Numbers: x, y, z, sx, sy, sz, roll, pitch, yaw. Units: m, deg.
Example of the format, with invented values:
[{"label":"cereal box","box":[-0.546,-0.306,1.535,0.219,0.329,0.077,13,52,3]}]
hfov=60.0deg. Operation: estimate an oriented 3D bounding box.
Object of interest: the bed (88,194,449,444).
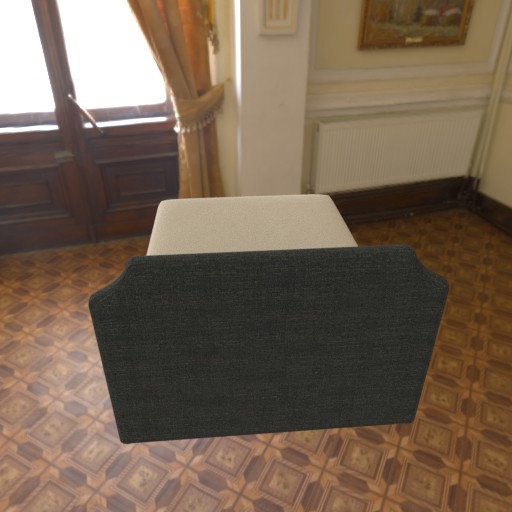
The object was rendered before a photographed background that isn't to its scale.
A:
[{"label":"bed","box":[0.000,0.000,3.337,1.828,1.297,2.208,-3,31,-4]}]
